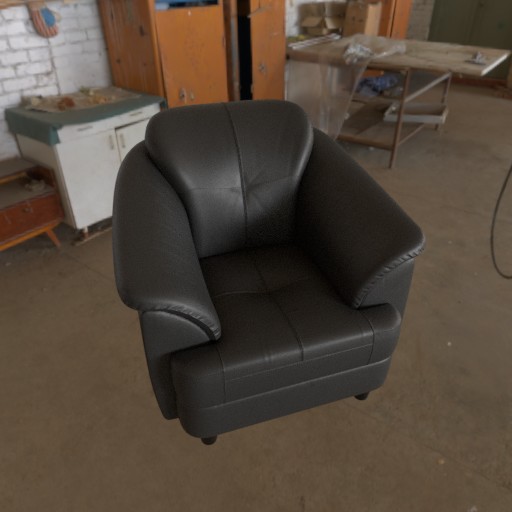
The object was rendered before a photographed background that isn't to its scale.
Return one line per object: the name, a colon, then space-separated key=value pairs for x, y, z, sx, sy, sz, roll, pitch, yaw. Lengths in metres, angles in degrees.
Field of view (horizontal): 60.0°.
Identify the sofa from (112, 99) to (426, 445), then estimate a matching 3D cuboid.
sofa: x=0.000 y=0.000 z=1.451 sx=0.870 sy=0.811 sz=0.794 roll=-10 pitch=35 yaw=-15
